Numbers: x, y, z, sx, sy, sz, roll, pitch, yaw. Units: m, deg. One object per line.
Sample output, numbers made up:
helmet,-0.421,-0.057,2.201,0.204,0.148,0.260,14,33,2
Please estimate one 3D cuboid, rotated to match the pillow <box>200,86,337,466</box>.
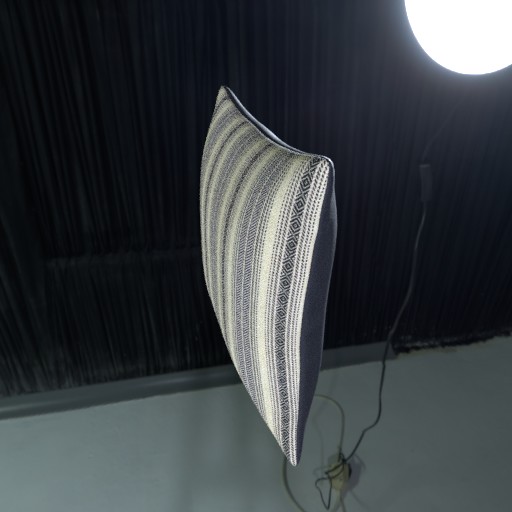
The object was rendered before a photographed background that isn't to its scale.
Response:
pillow,0.000,0.000,0.803,0.166,0.508,0.520,-8,31,-14
